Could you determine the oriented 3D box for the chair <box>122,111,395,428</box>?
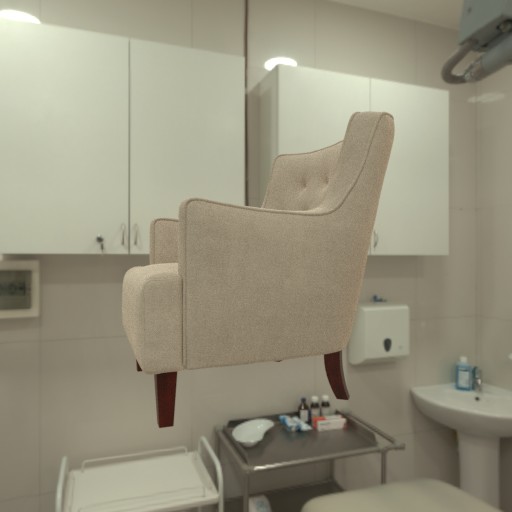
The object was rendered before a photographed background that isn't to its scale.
[{"bbox_3d":[0.000,0.000,1.624,0.910,0.920,0.781,0,0,-20],"label":"chair"}]
